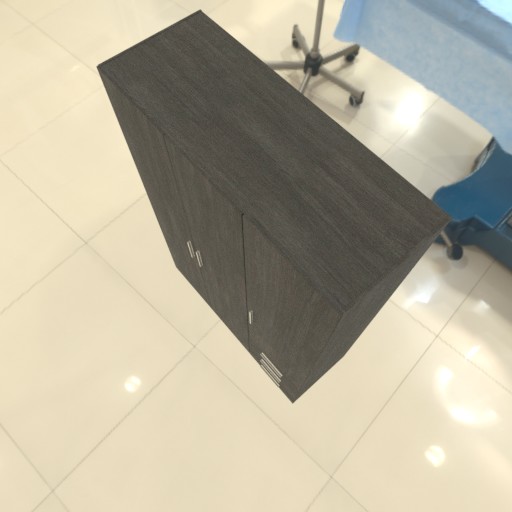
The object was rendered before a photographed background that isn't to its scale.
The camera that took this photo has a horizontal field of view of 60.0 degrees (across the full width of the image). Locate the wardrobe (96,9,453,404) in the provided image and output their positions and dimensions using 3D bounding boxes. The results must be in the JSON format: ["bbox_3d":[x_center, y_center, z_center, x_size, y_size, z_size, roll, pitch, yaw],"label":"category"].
[{"bbox_3d":[0.000,0.000,2.381,0.510,1.910,1.290,-38,70,-16],"label":"wardrobe"}]
